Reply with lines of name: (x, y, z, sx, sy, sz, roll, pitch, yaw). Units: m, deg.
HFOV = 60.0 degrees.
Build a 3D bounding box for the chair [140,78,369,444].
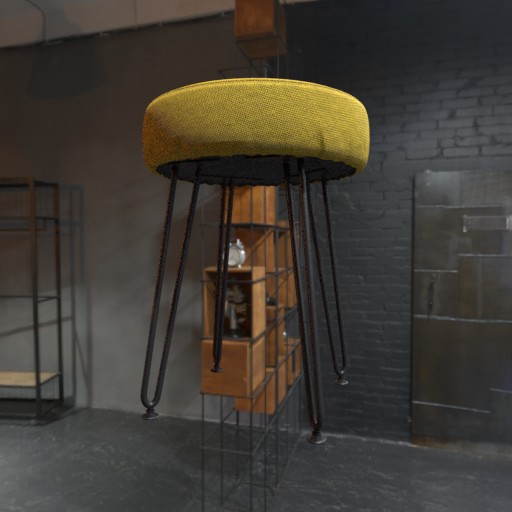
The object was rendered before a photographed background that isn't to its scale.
chair: (0.000, 0.000, 0.702, 0.345, 0.455, 0.345, 1, 2, 18)
